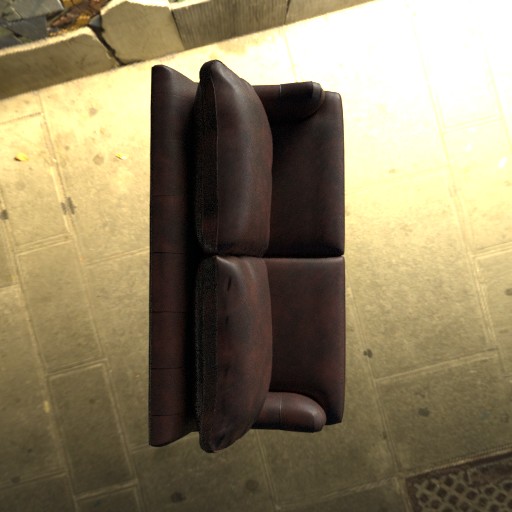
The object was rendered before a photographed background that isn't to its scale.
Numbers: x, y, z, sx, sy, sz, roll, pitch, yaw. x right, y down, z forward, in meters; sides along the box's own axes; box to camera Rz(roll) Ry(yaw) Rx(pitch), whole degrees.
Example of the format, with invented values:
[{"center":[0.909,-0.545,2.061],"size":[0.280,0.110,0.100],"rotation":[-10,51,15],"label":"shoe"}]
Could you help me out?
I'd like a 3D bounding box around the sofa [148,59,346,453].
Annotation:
[{"center":[0.000,0.000,2.797],"size":[1.147,1.071,2.144],"rotation":[0,88,-1],"label":"sofa"}]
